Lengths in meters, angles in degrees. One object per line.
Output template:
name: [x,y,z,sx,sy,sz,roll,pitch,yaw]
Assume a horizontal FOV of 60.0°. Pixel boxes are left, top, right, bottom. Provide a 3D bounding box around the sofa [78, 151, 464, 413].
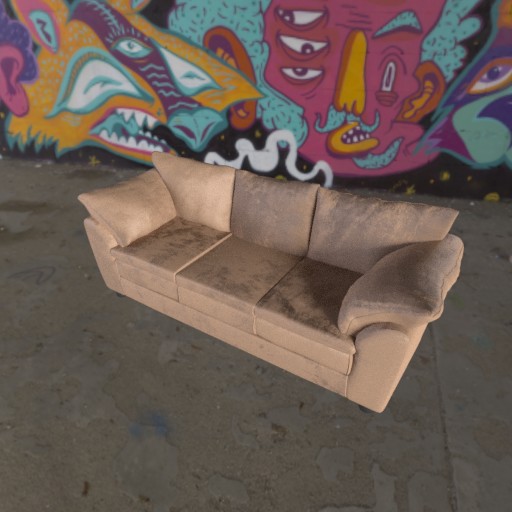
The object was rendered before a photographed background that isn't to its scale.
sofa: [0.000,0.000,2.850,2.377,0.981,0.893,18,35,29]
